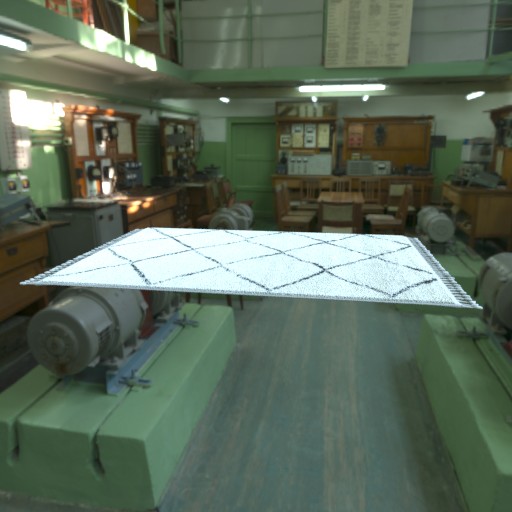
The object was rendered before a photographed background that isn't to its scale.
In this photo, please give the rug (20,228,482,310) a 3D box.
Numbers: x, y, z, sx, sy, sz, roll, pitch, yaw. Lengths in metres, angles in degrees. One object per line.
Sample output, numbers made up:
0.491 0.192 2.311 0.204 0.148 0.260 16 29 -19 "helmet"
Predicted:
0.000 0.000 2.886 2.307 0.031 1.494 2 15 9 "rug"
